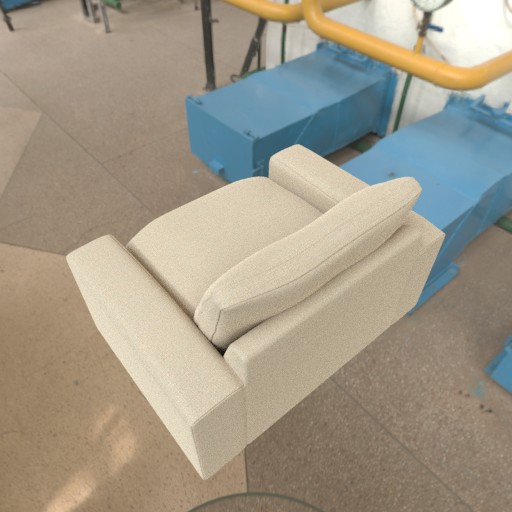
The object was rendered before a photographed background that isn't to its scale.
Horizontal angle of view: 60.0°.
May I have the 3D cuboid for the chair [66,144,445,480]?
[{"bbox_3d":[0.000,0.000,2.049,1.398,0.915,1.039,-31,54,-26],"label":"chair"}]
